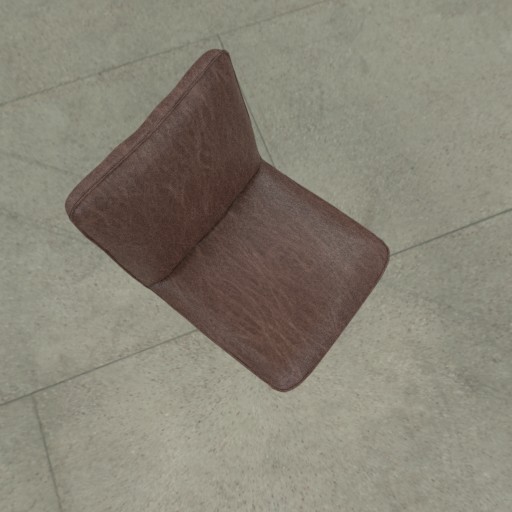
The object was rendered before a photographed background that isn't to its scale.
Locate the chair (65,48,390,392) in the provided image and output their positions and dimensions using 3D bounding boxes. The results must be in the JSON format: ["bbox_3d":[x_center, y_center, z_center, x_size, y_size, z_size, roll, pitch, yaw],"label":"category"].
[{"bbox_3d":[0.000,0.000,1.231,0.645,0.803,0.543,33,78,8],"label":"chair"}]
